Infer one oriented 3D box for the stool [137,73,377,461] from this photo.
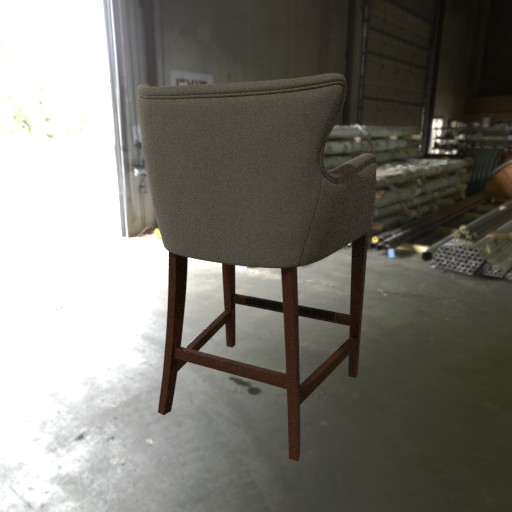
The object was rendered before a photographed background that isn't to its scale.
[{"bbox_3d":[0.000,0.000,1.312,0.575,0.951,0.575,8,18,26],"label":"stool"}]
